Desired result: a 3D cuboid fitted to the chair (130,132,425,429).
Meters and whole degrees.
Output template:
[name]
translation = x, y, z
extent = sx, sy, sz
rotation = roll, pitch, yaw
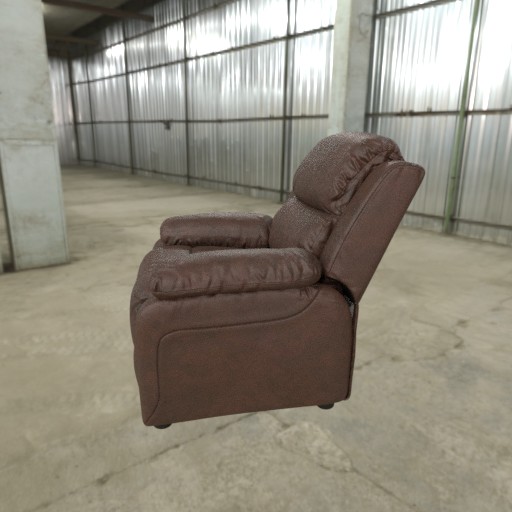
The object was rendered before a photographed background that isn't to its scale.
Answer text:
[chair]
translation = 0.000, 0.000, 1.301
extent = 0.707, 0.702, 0.680
rotation = -2, 15, -9
